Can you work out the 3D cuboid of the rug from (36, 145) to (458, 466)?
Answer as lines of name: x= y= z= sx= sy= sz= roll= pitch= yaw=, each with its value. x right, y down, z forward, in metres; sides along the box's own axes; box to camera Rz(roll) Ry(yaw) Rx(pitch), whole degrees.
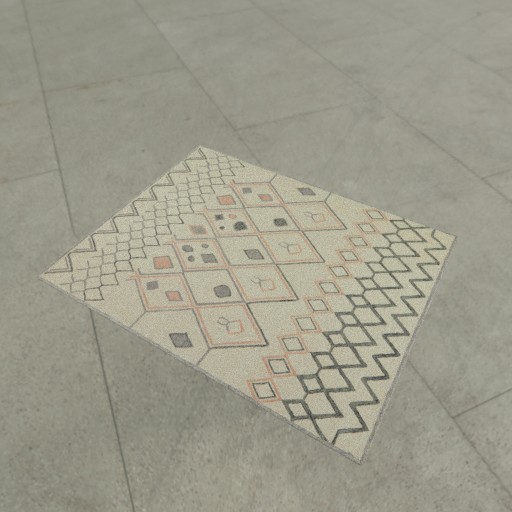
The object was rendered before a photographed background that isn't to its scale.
rug: x=0.000 y=0.000 z=4.059 sx=3.050 sy=0.016 sz=2.441 roll=24 pitch=51 yaw=21
